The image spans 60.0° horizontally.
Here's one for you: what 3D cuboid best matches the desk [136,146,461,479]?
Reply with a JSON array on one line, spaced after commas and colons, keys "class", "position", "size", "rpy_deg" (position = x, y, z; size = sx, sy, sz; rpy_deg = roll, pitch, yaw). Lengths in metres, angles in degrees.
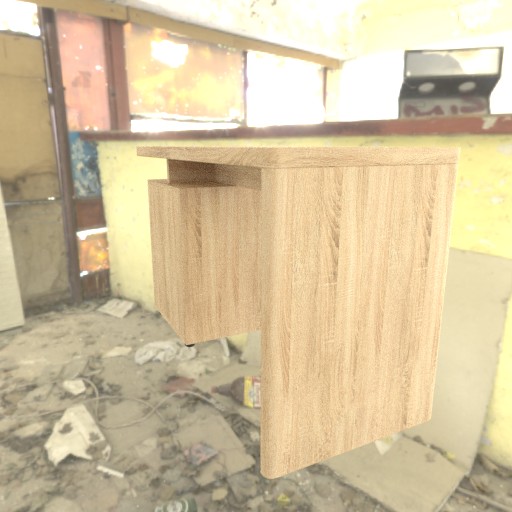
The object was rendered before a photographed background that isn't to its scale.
[{"class": "desk", "position": [0.000, 0.000, 1.583], "size": [0.550, 0.760, 1.200], "rpy_deg": [-7, 16, -26]}]
